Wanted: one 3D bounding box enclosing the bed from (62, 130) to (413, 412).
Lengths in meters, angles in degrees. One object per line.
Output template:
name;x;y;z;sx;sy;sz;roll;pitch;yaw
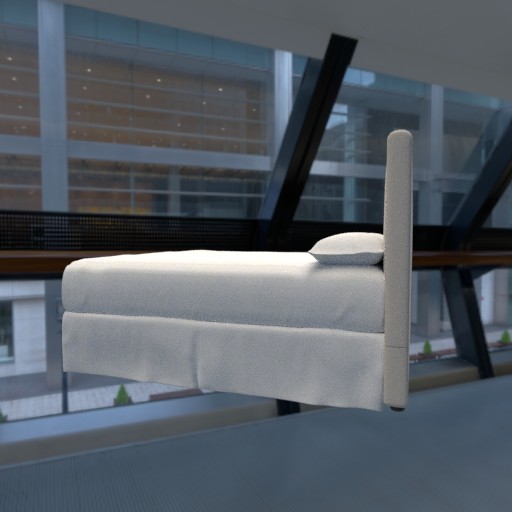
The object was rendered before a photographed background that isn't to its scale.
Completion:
bed;0.000;0.000;3.231;2.143;1.460;1.753;1;3;19
